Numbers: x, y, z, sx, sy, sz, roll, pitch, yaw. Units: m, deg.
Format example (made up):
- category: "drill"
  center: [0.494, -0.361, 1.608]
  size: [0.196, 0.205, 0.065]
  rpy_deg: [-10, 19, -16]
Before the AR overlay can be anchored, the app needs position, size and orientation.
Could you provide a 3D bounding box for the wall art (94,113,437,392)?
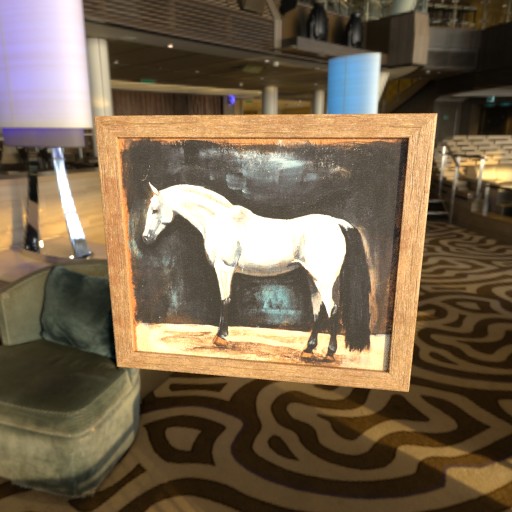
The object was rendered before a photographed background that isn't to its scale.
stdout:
- category: "wall art"
  center: [0.000, 0.000, 0.969]
  size: [0.690, 0.588, 0.026]
  rpy_deg: [2, 15, 9]
